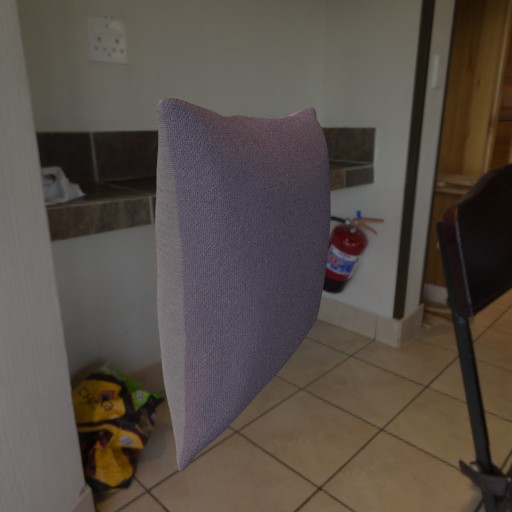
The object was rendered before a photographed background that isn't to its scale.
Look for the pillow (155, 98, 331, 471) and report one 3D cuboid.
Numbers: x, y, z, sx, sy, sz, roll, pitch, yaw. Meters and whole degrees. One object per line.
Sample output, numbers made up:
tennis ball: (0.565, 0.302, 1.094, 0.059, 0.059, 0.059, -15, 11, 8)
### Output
pillow: (0.000, 0.000, 0.673, 0.204, 0.439, 0.452, 8, 19, 24)
